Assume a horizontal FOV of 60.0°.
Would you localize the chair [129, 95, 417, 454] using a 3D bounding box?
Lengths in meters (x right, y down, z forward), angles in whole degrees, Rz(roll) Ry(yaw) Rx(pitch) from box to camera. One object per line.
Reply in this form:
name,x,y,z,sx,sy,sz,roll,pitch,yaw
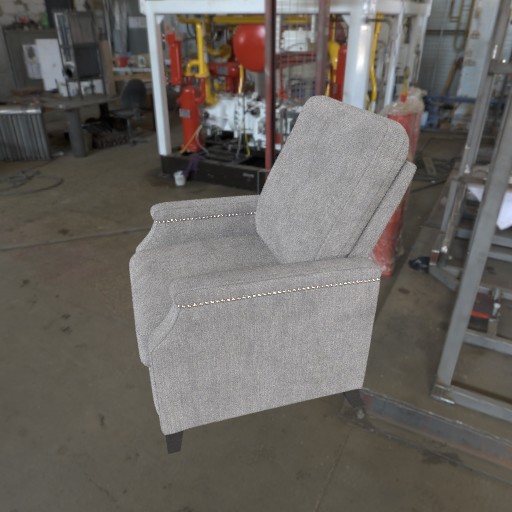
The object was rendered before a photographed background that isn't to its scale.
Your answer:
chair,0.000,0.000,1.653,0.922,1.049,0.710,-8,29,-15
